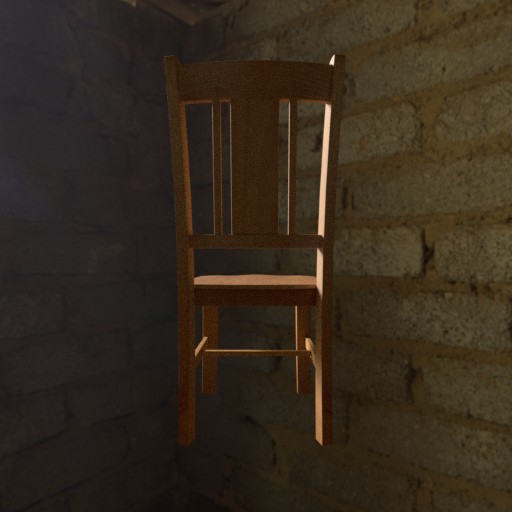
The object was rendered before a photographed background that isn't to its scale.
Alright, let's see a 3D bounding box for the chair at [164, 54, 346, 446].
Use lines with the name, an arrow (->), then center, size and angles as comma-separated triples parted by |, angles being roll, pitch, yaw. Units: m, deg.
chair -> 0.000, 0.000, 1.356 | 0.450, 0.998, 0.556 | 0, 0, 1
